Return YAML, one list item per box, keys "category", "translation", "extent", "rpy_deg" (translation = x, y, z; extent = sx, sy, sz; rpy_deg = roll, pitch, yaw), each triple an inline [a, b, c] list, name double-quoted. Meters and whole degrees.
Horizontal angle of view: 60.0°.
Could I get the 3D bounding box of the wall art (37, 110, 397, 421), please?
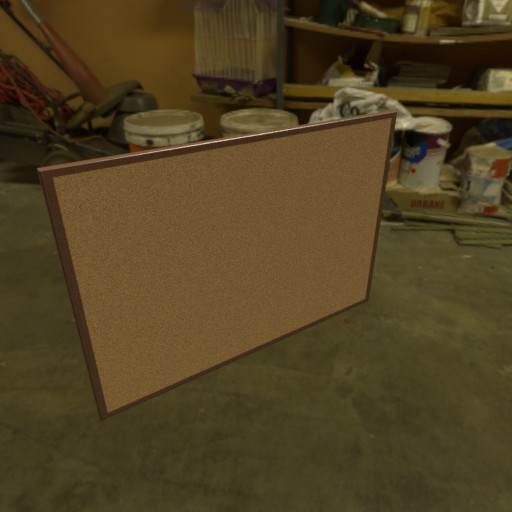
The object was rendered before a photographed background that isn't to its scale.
- category: "wall art"
  translation: [0.000, 0.000, 0.829]
  extent: [0.660, 0.455, 0.014]
  rpy_deg: [-18, 34, -29]
